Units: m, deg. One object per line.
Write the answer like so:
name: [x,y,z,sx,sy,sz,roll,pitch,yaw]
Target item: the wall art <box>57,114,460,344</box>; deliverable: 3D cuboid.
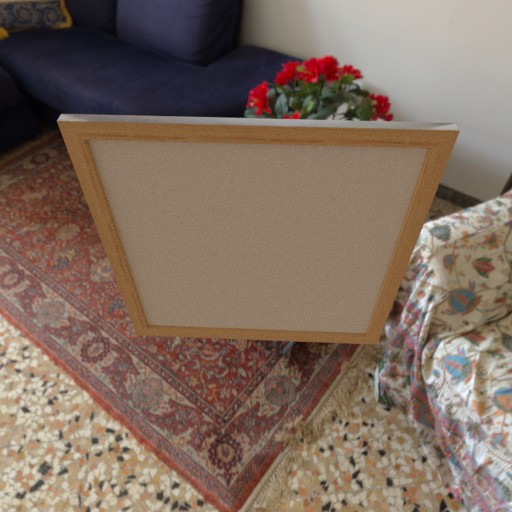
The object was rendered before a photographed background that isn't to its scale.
wall art: [0.000,0.000,1.128,0.762,0.762,0.027,2,48,2]
